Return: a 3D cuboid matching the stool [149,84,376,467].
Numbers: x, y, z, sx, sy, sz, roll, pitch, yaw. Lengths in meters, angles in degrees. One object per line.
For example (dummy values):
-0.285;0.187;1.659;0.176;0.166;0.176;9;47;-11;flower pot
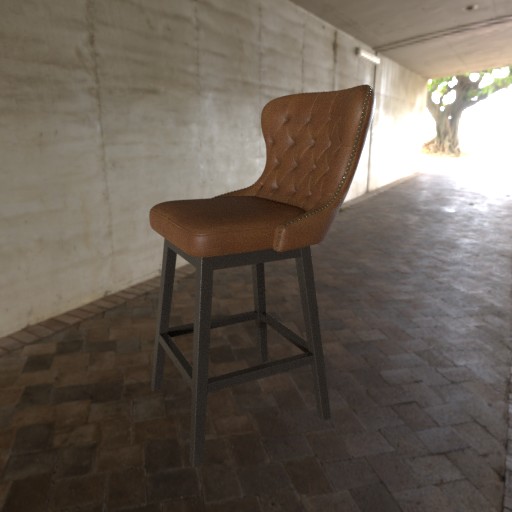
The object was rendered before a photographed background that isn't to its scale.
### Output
0.000;0.000;1.344;0.593;0.971;0.528;-8;18;-26;stool
